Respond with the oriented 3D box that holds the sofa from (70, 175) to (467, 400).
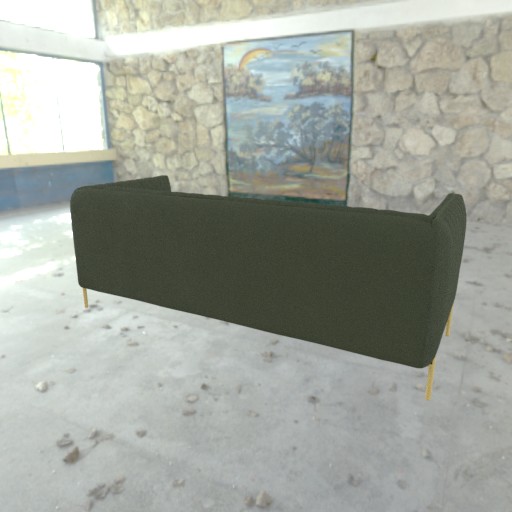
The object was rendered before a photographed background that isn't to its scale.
[{"bbox_3d":[0.000,0.000,2.586,2.137,0.793,0.896,9,18,28],"label":"sofa"}]
